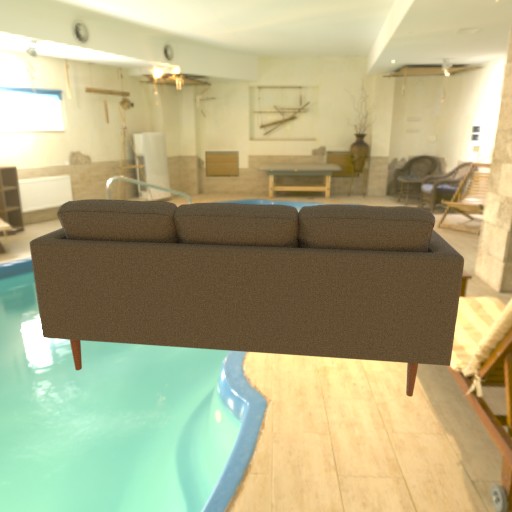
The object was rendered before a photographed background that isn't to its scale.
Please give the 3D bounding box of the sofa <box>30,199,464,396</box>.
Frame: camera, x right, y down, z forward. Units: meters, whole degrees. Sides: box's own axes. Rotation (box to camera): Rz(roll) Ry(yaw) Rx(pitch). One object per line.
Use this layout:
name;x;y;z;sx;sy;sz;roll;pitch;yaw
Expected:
sofa;0.000;0.000;2.836;2.031;0.897;1.591;2;16;8
